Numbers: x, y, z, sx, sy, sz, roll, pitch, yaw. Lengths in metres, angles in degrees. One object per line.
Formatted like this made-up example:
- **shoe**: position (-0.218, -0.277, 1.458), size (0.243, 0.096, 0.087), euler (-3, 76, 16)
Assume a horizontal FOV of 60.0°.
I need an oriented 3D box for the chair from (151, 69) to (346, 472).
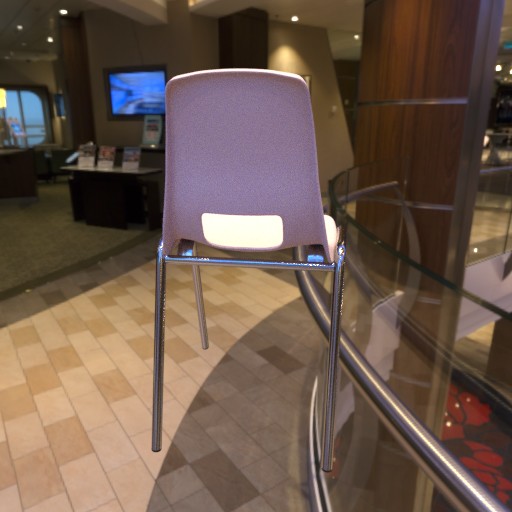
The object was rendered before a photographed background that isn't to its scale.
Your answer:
- **chair**: position (0.000, 0.000, 0.951), size (0.381, 0.704, 0.436), euler (3, 17, 9)
